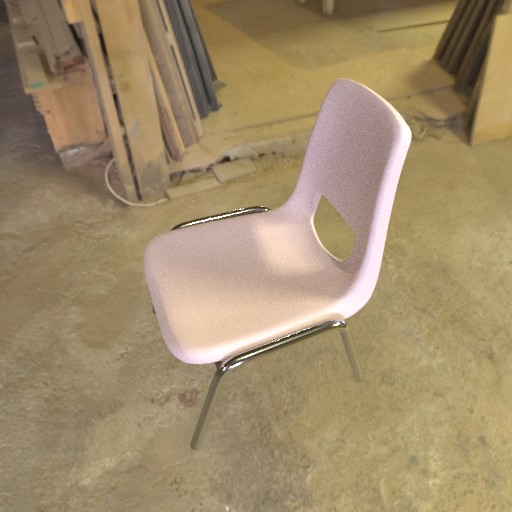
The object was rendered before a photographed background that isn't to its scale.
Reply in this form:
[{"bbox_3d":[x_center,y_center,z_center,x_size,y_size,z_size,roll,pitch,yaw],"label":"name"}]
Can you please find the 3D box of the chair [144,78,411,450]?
[{"bbox_3d":[0.000,0.000,0.784,0.385,0.537,0.354,-15,46,-15],"label":"chair"}]
